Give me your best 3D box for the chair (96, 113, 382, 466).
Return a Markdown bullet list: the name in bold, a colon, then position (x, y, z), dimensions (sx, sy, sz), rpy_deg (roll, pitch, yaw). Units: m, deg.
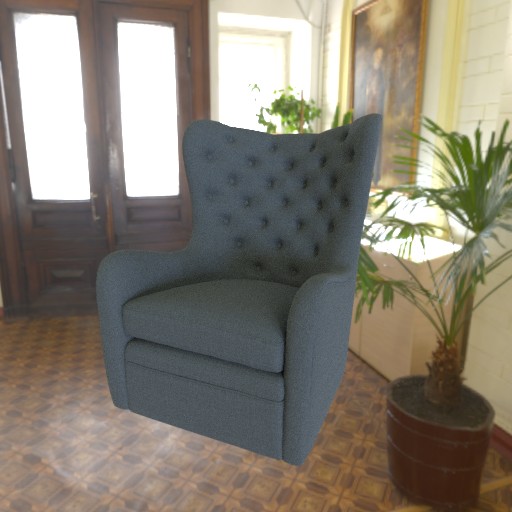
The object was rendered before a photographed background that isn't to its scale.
- **chair**: position (0.000, 0.000, 1.740), dimensions (0.831, 1.079, 0.930), rpy_deg (6, 15, 25)
